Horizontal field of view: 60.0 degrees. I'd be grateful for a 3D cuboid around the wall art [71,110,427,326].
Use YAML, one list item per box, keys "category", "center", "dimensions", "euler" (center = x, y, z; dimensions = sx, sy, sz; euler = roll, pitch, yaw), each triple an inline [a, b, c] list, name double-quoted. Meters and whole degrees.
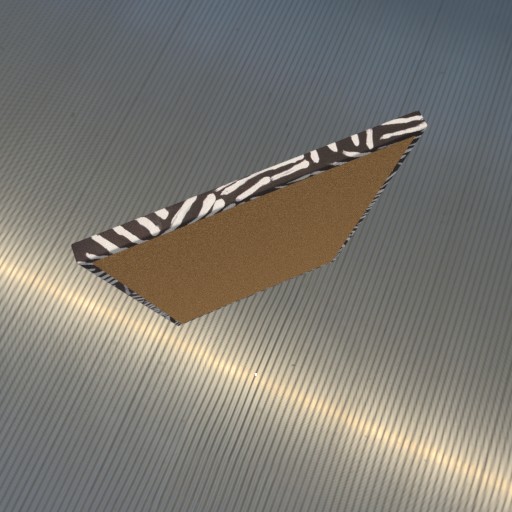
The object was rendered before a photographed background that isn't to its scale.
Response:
- category: "wall art"
  center: [0.000, 0.000, 1.160]
  dimensions: [0.615, 0.918, 0.035]
  euler: [-22, 76, -6]
